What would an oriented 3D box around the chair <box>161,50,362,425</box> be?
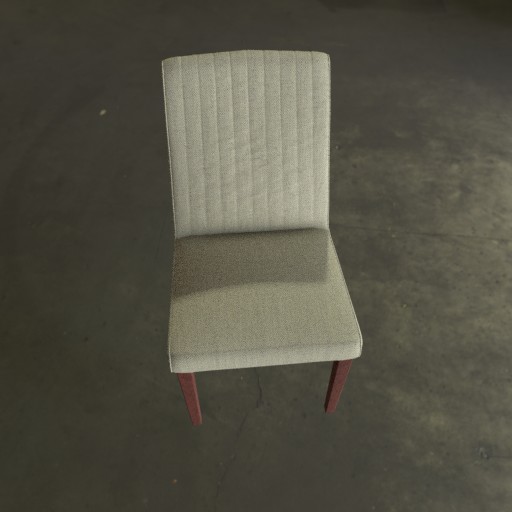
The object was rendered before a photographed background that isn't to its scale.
[{"bbox_3d":[0.000,0.000,1.238,0.480,0.900,0.594,-4,47,-4],"label":"chair"}]
